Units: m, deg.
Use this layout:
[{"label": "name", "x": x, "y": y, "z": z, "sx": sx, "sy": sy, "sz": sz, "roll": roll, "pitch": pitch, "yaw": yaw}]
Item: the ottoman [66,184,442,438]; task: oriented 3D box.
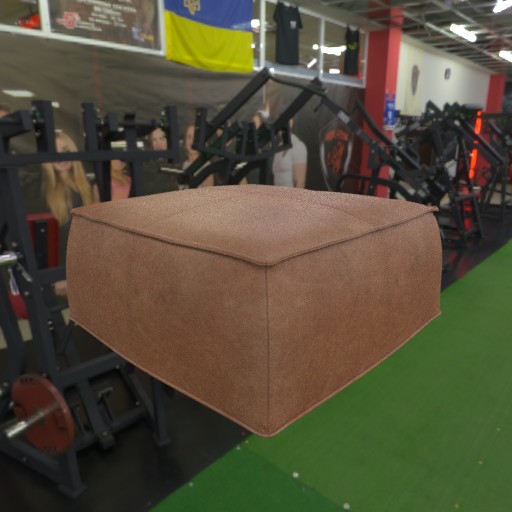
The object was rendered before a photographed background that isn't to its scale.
[{"label": "ottoman", "x": 0.000, "y": 0.000, "z": 1.376, "sx": 0.902, "sy": 0.395, "sz": 0.901, "roll": 14, "pitch": 21, "yaw": 41}]
